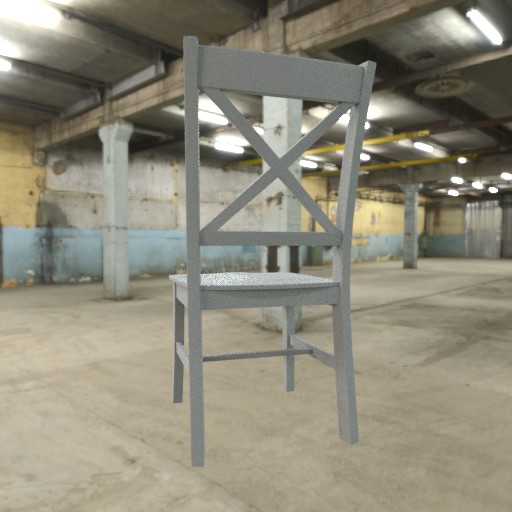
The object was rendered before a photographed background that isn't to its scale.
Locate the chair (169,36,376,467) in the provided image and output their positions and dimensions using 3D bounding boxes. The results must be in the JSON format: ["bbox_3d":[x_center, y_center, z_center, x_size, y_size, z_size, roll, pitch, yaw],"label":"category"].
[{"bbox_3d":[0.000,0.000,1.294,0.485,0.983,0.542,0,1,-17],"label":"chair"}]
